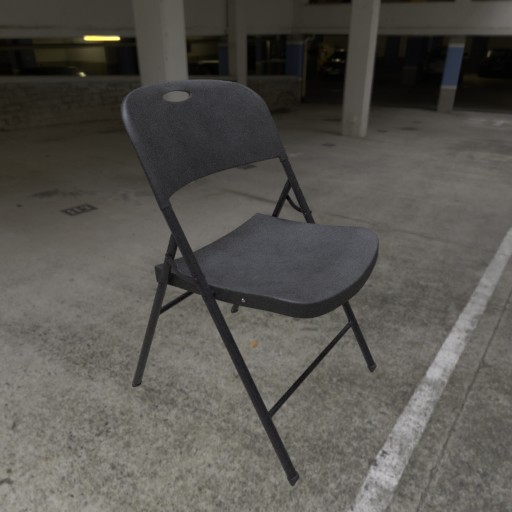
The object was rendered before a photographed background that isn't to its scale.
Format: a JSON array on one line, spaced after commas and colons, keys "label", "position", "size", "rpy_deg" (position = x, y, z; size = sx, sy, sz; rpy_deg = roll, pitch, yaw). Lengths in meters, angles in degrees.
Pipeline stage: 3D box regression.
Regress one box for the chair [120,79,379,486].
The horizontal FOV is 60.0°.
[{"label": "chair", "position": [0.000, 0.000, 1.143], "size": [0.566, 0.810, 0.494], "rpy_deg": [18, 32, 31]}]
